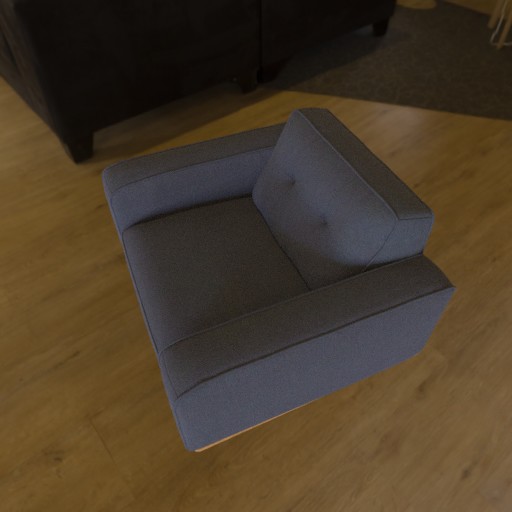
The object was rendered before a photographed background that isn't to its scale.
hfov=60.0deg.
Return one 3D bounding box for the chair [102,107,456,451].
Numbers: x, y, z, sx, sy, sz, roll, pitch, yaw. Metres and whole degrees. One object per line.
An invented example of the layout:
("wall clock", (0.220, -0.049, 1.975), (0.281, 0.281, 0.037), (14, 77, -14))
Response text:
("chair", (0.000, 0.000, 1.742), (0.953, 0.783, 1.118), (-18, 50, -15))
